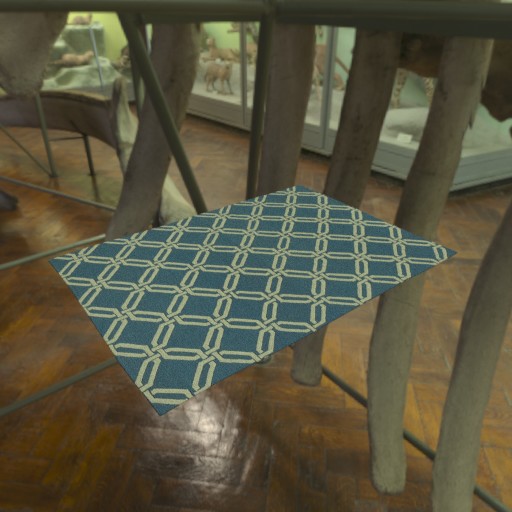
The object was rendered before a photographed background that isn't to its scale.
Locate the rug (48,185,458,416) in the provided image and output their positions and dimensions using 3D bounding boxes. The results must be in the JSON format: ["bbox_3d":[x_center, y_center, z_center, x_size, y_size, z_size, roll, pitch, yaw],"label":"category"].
[{"bbox_3d":[0.000,0.000,2.809,2.135,0.013,1.524,-21,36,-32],"label":"rug"}]
